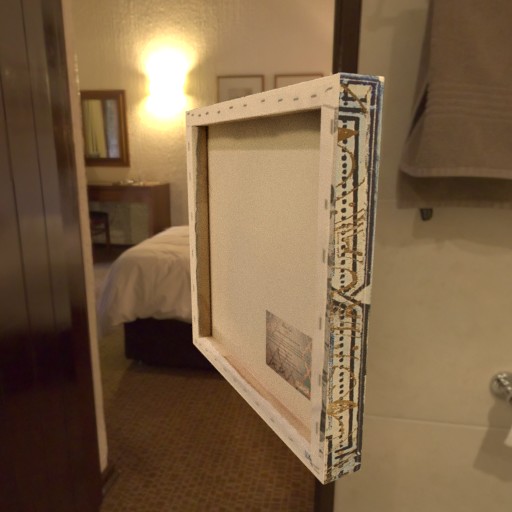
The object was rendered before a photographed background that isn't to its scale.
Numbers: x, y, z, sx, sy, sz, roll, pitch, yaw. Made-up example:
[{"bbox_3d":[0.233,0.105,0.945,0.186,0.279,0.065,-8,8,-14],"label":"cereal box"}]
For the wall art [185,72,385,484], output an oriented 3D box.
[{"bbox_3d":[0.000,0.000,0.454,0.038,0.306,0.302,-7,15,-27],"label":"wall art"}]
